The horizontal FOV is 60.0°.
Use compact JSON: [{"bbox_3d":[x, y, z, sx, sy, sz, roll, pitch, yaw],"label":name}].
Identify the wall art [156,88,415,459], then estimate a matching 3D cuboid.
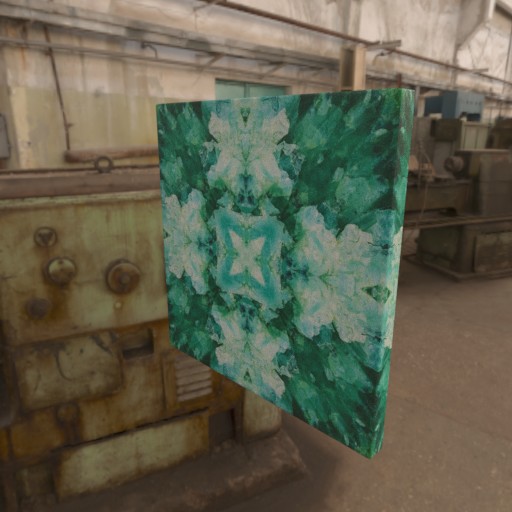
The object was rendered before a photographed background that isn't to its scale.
[{"bbox_3d":[0.000,0.000,0.756,0.507,0.508,0.038,15,22,43],"label":"wall art"}]
